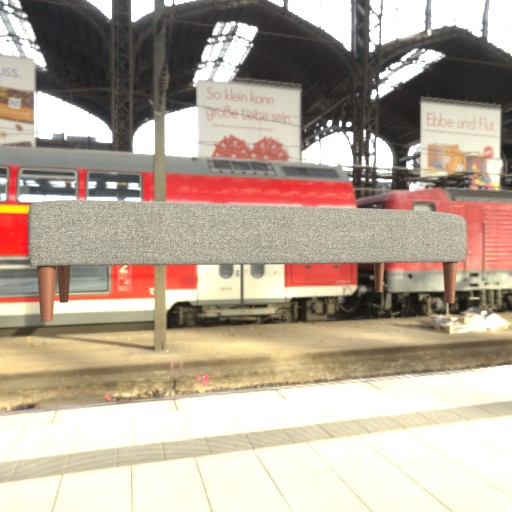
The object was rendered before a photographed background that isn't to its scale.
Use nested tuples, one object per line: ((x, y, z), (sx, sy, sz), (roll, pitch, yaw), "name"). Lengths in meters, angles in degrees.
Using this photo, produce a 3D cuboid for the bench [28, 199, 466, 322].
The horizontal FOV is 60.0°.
((0.000, 0.000, 1.817), (1.598, 0.384, 0.631), (0, 1, -18), "bench")
